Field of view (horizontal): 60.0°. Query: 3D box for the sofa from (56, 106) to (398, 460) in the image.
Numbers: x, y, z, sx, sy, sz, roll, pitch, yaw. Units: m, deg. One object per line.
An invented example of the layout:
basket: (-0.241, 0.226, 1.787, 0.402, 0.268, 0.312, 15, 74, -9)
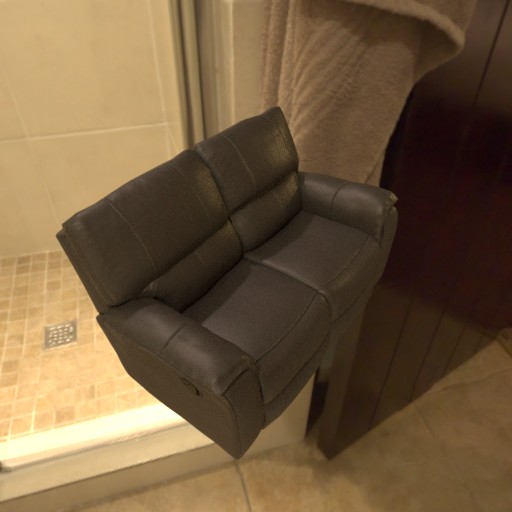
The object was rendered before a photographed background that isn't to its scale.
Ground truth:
sofa: (0.000, 0.000, 2.517, 1.104, 1.111, 1.765, 25, 46, 27)
